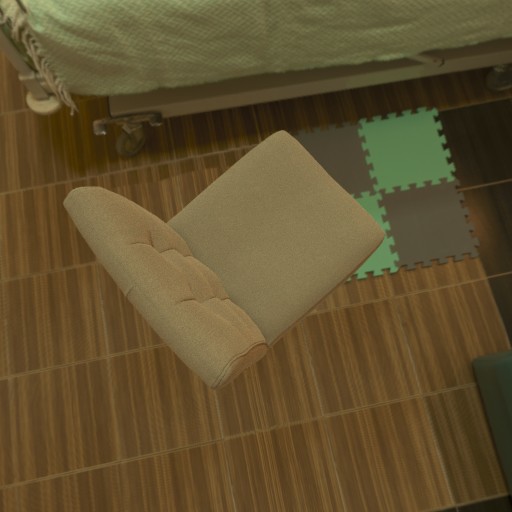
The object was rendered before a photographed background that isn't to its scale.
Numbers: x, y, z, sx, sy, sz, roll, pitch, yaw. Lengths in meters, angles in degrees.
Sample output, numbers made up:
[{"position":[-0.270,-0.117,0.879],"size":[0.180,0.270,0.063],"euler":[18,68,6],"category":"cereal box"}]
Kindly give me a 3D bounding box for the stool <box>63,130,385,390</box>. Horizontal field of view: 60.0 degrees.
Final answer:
[{"position":[0.000,0.000,1.182],"size":[0.571,0.885,0.427],"euler":[-40,78,-10],"category":"stool"}]
